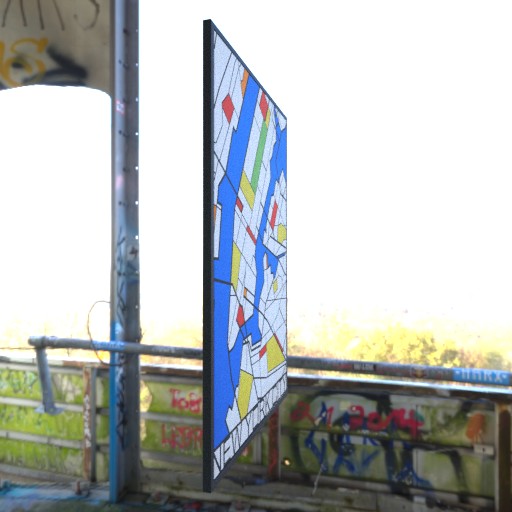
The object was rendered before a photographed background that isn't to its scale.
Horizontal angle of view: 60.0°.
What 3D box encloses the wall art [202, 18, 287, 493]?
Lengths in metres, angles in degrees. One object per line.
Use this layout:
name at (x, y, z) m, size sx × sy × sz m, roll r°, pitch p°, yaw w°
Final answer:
wall art at (0.000, 0.000, 0.837) m, size 0.013 × 0.660 × 0.460 m, roll 0°, pitch 0°, yaw 17°
